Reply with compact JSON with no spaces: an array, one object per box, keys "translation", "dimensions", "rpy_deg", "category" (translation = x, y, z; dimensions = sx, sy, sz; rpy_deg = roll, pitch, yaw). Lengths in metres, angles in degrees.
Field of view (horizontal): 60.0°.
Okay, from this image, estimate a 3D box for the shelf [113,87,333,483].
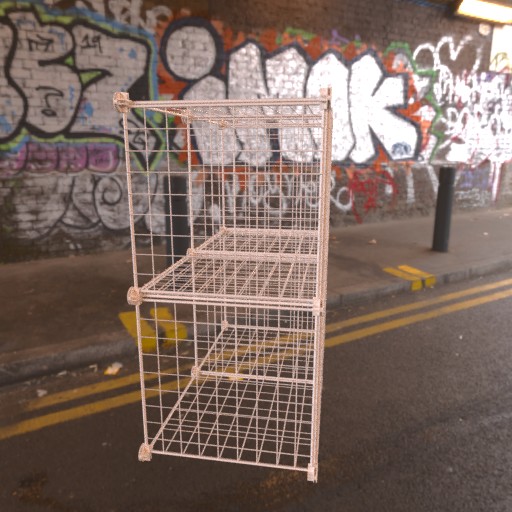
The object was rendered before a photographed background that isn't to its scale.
[{"translation":[0.000,0.000,1.122],"dimensions":[0.356,0.711,0.711],"rpy_deg":[2,14,10],"category":"shelf"}]
